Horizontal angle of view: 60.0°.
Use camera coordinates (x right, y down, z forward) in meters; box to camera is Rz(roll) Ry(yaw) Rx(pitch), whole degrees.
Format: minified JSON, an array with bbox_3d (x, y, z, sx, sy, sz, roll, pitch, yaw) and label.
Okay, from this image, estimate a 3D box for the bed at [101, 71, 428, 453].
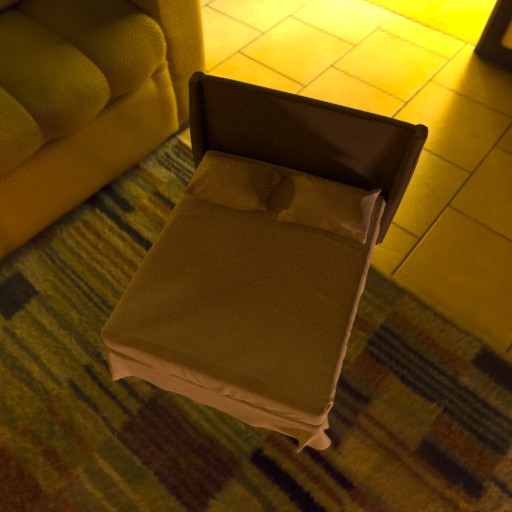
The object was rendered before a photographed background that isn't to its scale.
[{"bbox_3d":[0.000,0.000,3.440,1.925,1.332,2.276,17,60,11],"label":"bed"}]
